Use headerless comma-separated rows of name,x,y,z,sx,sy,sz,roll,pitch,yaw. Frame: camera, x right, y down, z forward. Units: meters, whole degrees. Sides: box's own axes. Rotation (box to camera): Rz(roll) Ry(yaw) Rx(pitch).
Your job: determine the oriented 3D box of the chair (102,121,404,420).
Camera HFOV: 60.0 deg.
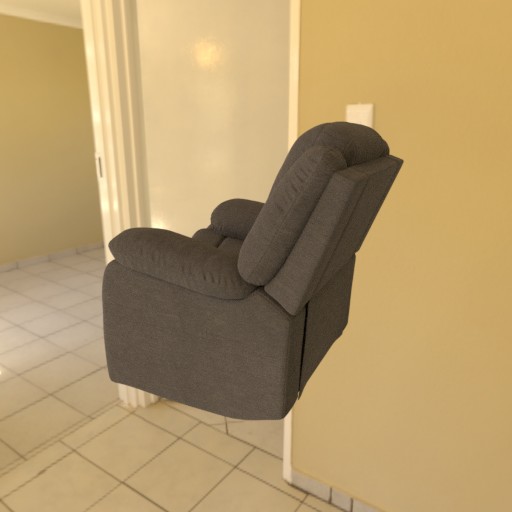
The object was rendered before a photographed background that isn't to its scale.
chair,0.000,0.000,1.739,0.944,1.008,0.899,8,18,25
